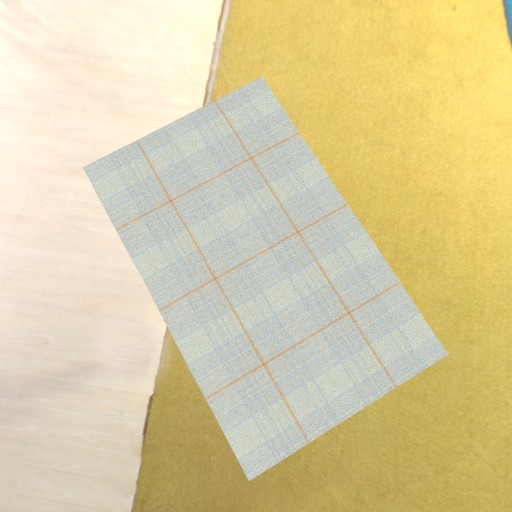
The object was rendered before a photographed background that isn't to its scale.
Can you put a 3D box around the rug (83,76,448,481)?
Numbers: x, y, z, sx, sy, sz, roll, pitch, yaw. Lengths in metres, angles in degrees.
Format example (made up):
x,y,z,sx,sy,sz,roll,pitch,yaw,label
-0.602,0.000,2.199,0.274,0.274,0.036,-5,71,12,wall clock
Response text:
x,y,z,sx,sy,sz,roll,pitch,yaw,label
0.000,0.000,3.094,1.527,0.016,2.442,-29,78,-7,rug
